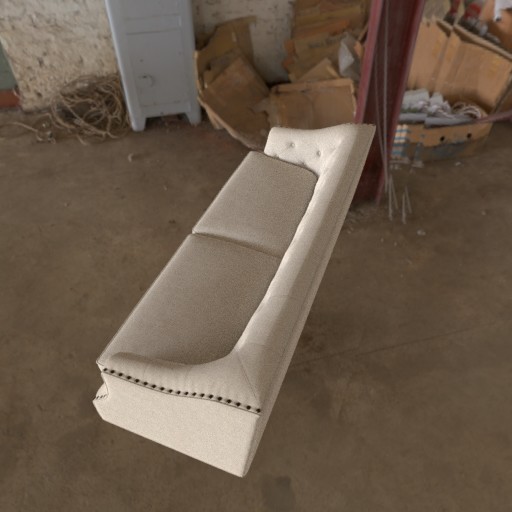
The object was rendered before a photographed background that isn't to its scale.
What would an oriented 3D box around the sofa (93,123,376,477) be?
[{"bbox_3d":[0.000,0.000,2.714,0.914,0.901,2.235,16,47,15],"label":"sofa"}]
